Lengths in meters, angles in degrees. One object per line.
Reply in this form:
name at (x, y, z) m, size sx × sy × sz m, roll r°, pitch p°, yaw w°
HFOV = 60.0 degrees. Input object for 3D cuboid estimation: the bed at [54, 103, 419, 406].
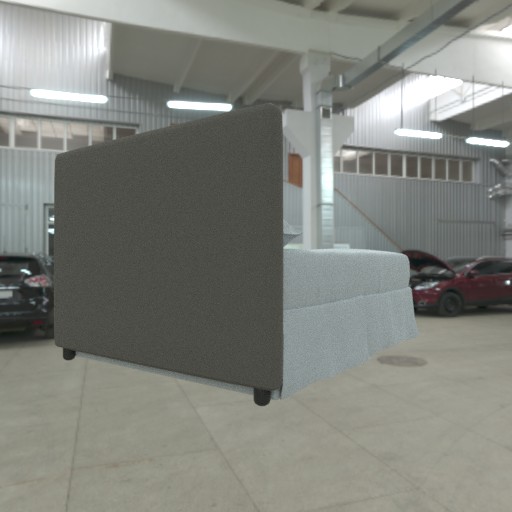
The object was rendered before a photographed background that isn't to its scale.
bed at (0.000, 0.000, 3.211) m, size 1.748 × 1.330 × 2.142 m, roll 0°, pitch 0°, yaw 35°
